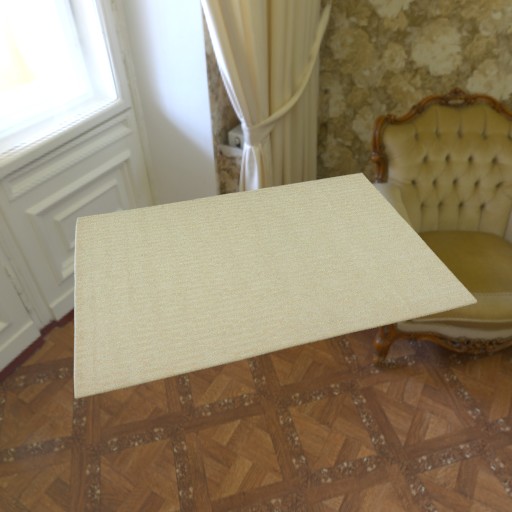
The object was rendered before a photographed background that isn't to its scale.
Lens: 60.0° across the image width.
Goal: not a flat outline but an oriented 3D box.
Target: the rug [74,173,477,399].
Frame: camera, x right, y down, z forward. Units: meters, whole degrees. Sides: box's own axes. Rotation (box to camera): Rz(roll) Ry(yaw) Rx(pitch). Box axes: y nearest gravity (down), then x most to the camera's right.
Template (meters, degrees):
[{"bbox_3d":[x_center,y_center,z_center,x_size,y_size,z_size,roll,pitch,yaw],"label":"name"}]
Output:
[{"bbox_3d":[0.000,0.000,2.353,1.848,0.014,1.238,-11,42,-12],"label":"rug"}]
